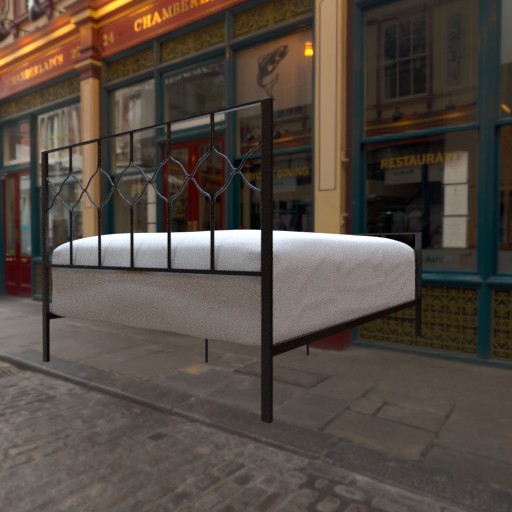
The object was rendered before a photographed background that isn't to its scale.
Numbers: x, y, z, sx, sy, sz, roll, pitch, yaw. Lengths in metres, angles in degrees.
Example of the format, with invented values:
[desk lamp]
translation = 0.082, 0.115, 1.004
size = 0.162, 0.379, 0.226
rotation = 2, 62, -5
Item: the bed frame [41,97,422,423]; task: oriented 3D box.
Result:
[bed frame]
translation = 0.000, 0.000, 2.960
size = 1.597, 1.222, 2.063
rotation = 1, 1, 35
